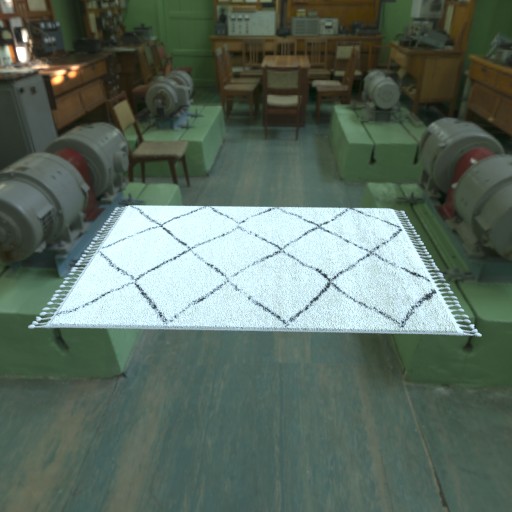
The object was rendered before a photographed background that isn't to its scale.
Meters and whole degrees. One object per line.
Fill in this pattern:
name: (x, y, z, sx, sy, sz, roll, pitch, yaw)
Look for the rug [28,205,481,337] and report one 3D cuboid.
rug: (0.000, 0.000, 2.887, 2.307, 0.031, 1.494, 1, 31, 1)
